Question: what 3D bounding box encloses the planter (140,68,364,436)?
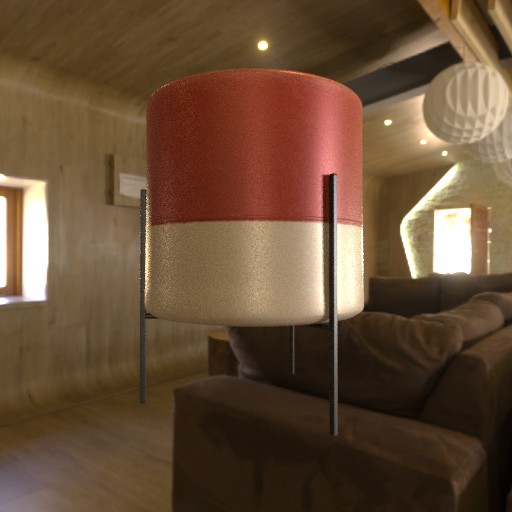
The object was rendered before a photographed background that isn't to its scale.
[{"bbox_3d":[0.000,0.000,0.715,0.345,0.465,0.354,0,-1,-35],"label":"planter"}]
